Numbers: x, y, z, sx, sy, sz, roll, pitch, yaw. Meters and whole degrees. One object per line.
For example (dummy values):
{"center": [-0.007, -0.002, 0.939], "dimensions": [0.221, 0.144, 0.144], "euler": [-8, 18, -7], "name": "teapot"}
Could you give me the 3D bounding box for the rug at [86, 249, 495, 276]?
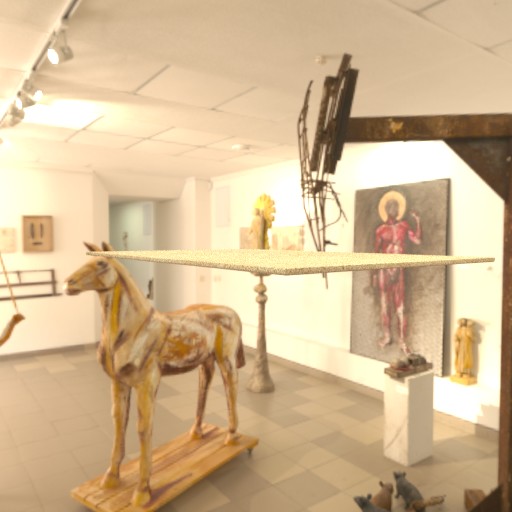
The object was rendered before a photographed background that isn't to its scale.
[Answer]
{"center": [0.000, 0.000, 2.904], "dimensions": [1.500, 0.025, 2.346], "euler": [-2, 3, -37], "name": "rug"}
